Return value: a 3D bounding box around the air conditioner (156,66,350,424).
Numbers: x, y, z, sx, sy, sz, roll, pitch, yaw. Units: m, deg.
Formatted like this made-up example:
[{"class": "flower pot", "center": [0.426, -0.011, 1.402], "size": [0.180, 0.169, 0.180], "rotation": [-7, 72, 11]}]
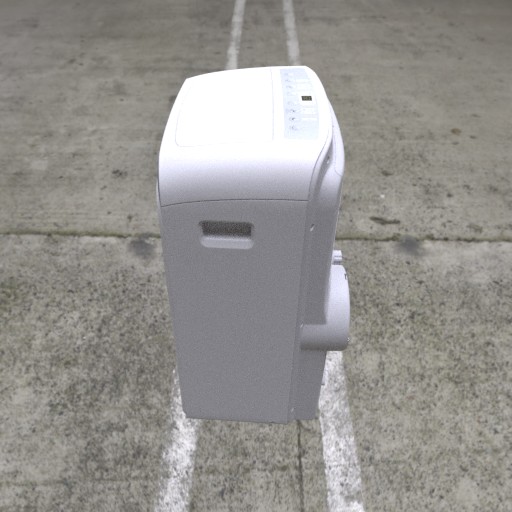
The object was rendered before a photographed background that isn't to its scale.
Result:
[{"class": "air conditioner", "center": [0.000, 0.000, 0.969], "size": [0.365, 0.700, 0.454], "rotation": [0, 41, 0]}]
